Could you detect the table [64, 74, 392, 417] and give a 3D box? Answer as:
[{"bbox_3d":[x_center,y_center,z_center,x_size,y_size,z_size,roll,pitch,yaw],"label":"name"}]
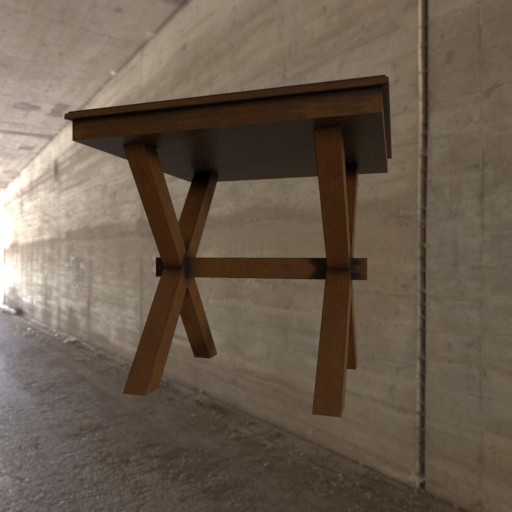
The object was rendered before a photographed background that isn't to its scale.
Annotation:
[{"bbox_3d":[0.000,0.000,1.036,0.602,0.562,0.560,0,0,17],"label":"table"}]
